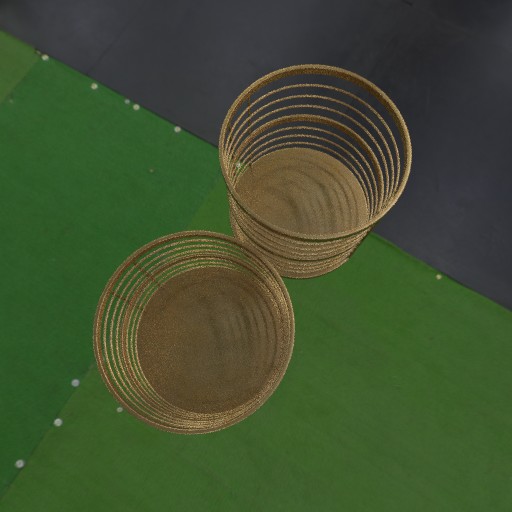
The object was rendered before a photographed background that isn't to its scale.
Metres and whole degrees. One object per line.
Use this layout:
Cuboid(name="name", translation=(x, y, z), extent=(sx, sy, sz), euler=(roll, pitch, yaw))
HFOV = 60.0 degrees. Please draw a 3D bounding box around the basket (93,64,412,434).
Cuboid(name="basket", translation=(0.000, 0.000, 0.945), extent=(0.356, 0.351, 0.746), euler=(33, 78, 8))
